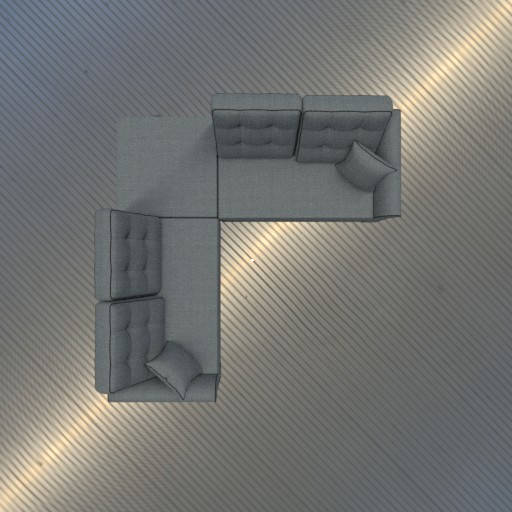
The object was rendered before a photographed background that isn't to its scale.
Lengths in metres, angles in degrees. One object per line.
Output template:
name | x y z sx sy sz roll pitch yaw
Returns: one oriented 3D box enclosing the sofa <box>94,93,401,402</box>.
sofa | 0.000 0.000 3.225 2.070 0.988 2.068 0 89 0
